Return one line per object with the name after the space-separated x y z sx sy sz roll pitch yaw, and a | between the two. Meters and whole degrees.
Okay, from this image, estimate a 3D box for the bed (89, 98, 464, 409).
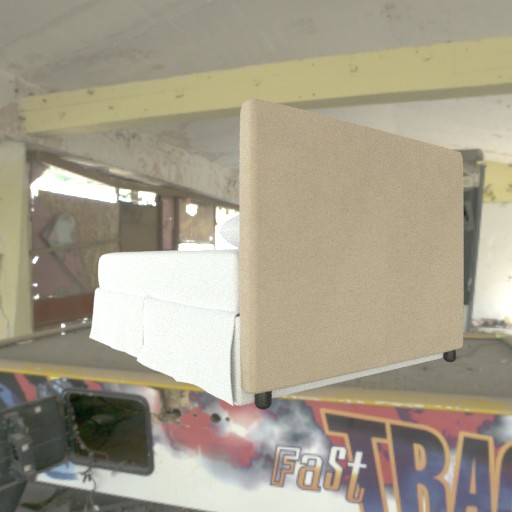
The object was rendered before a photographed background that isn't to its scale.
0.000 0.000 3.135 1.723 1.330 2.142 0 0 -36 | bed
